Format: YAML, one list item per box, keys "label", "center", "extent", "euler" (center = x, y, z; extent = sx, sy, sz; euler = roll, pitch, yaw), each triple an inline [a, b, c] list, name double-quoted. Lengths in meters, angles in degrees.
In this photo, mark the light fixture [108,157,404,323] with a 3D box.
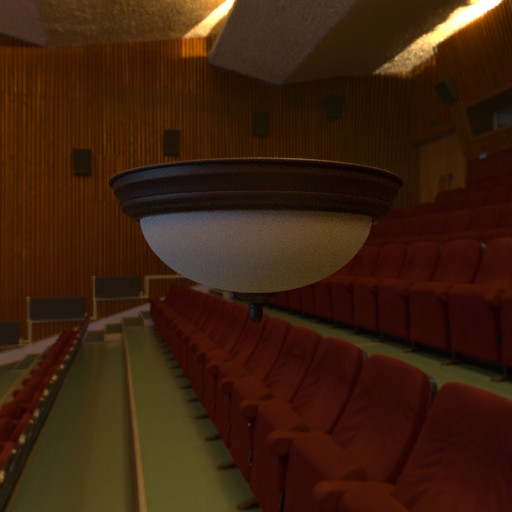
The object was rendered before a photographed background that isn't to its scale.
- label: "light fixture"
  center: [0.000, 0.000, 0.443]
  extent: [0.280, 0.135, 0.280]
  euler: [0, 0, 0]
